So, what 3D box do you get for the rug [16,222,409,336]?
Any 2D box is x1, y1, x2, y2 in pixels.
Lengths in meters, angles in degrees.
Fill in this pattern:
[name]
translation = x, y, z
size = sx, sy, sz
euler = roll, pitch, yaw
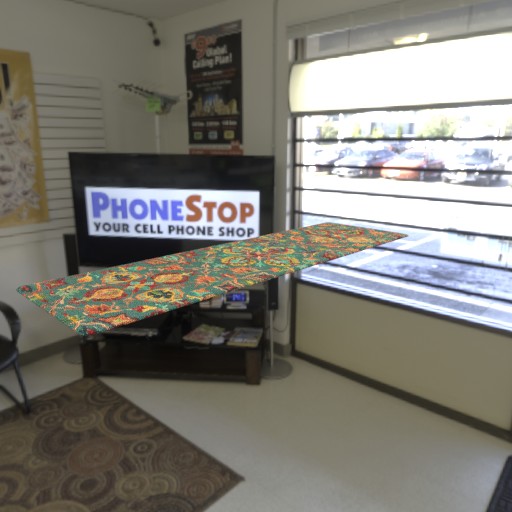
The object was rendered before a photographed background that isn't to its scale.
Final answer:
[rug]
translation = 0.000, 0.000, 2.473
size = 2.286, 0.013, 0.686
euler = -14, 20, -43
